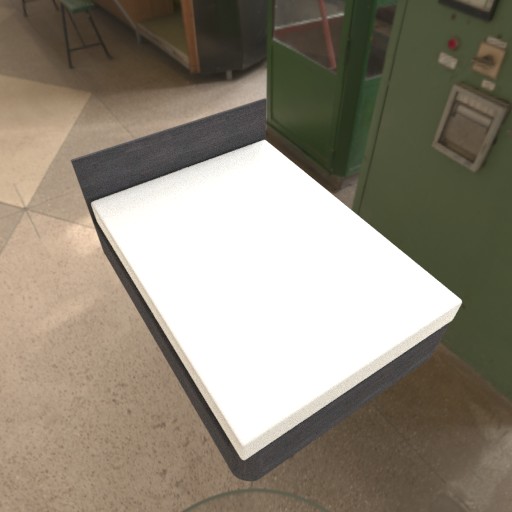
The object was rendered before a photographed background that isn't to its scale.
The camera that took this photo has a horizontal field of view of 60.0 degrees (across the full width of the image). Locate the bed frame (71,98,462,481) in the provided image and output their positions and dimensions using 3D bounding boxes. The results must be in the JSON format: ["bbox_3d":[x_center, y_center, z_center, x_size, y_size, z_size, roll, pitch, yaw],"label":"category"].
[{"bbox_3d":[0.000,0.000,2.650,1.400,0.800,1.900,-25,52,-22],"label":"bed frame"}]
